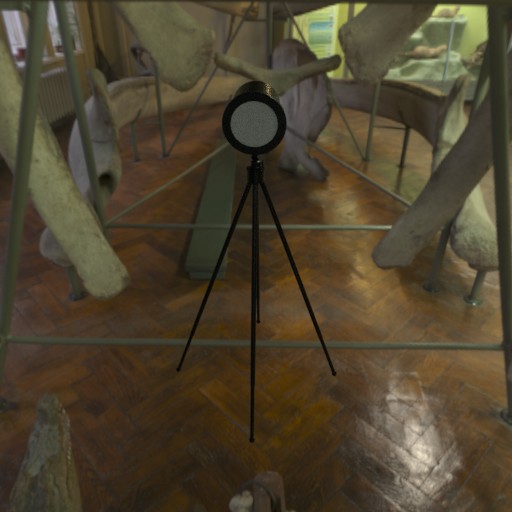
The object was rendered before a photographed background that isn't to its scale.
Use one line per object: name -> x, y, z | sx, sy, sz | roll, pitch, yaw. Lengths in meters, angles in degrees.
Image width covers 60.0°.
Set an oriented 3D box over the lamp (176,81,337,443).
lamp -> 0.000, 0.000, 2.046 | 0.879, 1.504, 0.884 | 1, 31, 2
